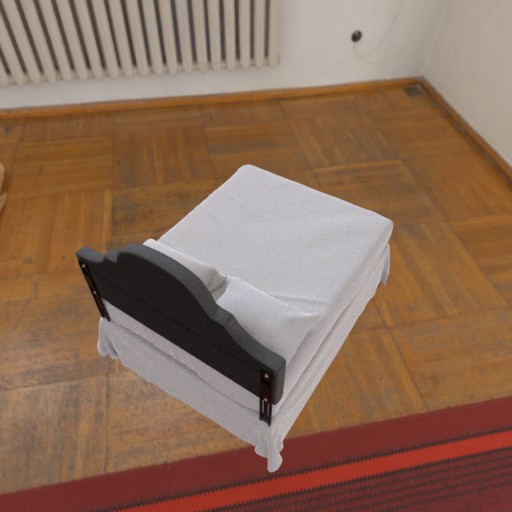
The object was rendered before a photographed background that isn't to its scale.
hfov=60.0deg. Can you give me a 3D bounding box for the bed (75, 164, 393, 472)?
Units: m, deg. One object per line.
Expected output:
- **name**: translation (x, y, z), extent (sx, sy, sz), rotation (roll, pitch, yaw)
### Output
- **bed**: translation (0.000, 0.000, 3.481), extent (1.780, 1.634, 2.222), rotation (26, 52, 22)
